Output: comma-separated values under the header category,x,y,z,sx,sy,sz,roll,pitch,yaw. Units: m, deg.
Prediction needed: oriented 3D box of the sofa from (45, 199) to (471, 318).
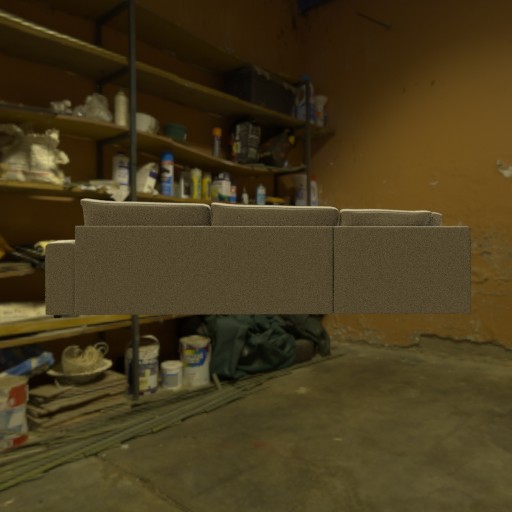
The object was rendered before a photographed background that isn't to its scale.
category,x,y,z,sx,sy,sz,roll,pitch,yaw
sofa,0.000,0.000,4.854,3.206,0.918,3.066,0,0,-1
